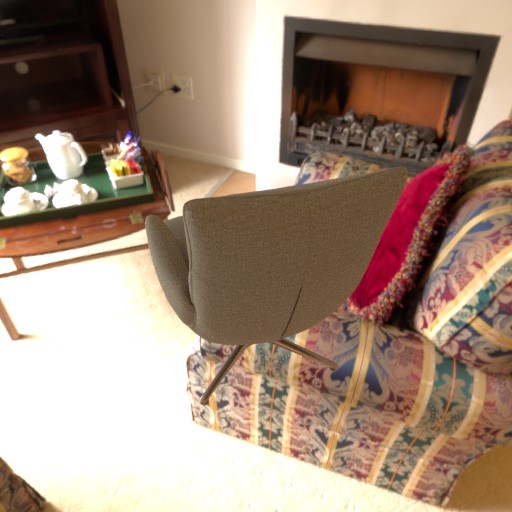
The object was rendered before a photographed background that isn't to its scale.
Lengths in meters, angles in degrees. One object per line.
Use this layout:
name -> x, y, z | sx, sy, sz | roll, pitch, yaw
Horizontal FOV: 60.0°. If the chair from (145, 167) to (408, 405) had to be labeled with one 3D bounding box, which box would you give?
chair -> 0.000, 0.000, 1.544 | 0.702, 0.984, 0.831 | -11, 41, -13
